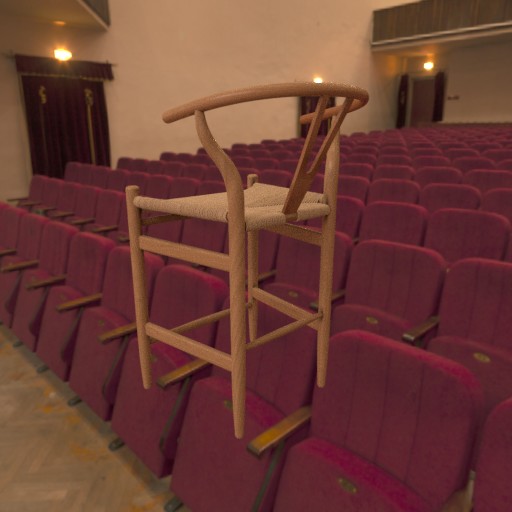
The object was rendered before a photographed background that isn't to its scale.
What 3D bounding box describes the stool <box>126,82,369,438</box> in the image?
[{"bbox_3d":[0.000,0.000,1.315,0.536,0.923,0.575,-15,22,-42],"label":"stool"}]
